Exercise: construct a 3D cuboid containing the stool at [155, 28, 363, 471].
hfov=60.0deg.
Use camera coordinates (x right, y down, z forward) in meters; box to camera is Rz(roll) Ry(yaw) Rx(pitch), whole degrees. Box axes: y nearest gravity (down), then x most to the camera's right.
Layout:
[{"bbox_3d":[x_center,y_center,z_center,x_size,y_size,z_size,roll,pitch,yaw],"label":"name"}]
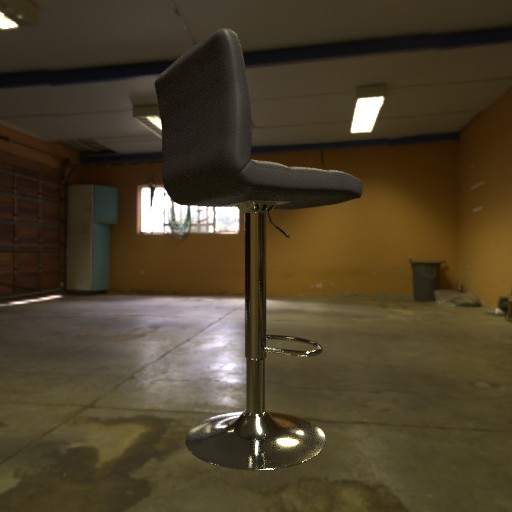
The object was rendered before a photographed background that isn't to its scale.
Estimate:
[{"bbox_3d":[0.000,0.000,1.353,0.505,1.115,0.430,0,0,-36],"label":"stool"}]
